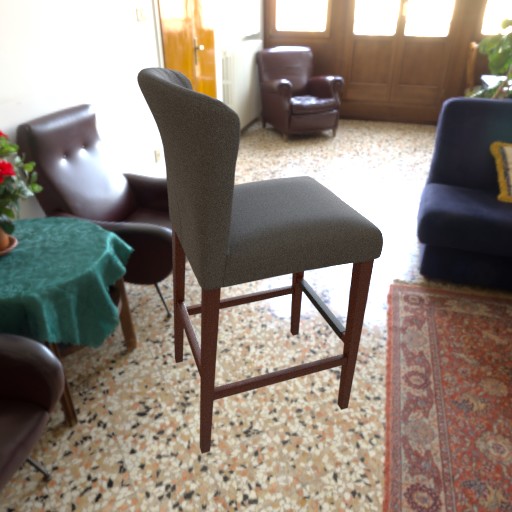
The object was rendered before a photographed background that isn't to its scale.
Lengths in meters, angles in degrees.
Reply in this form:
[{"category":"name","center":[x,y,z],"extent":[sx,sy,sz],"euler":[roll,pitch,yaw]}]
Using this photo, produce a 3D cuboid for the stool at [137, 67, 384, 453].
[{"category":"stool","center":[0.000,0.000,1.346],"extent":[0.568,1.069,0.481],"euler":[-10,32,-17]}]
